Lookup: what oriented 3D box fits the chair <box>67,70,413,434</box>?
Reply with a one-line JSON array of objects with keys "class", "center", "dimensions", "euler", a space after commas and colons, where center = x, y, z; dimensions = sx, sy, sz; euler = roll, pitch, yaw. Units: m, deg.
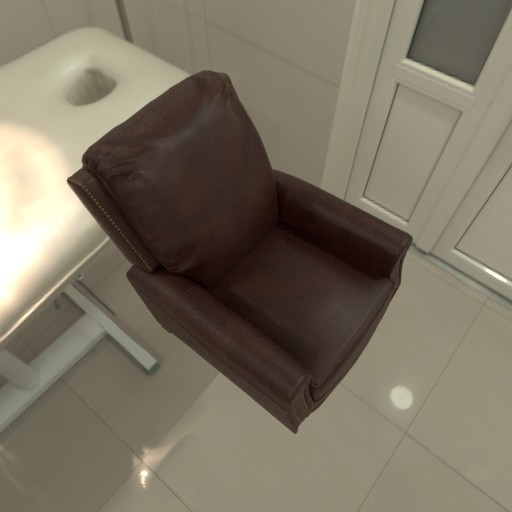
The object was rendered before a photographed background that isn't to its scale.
[{"class": "chair", "center": [0.000, 0.000, 1.803], "dimensions": [1.089, 1.022, 0.826], "euler": [35, 64, 20]}]
